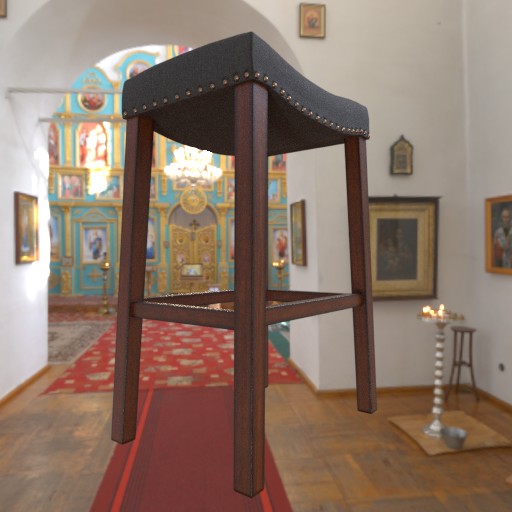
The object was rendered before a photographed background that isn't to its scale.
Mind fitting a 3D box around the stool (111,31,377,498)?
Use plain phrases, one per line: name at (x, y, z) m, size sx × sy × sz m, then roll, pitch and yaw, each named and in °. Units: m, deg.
stool at (0.000, 0.000, 1.000) m, size 0.366 × 0.760 × 0.502 m, roll 0°, pitch 0°, yaw 37°
